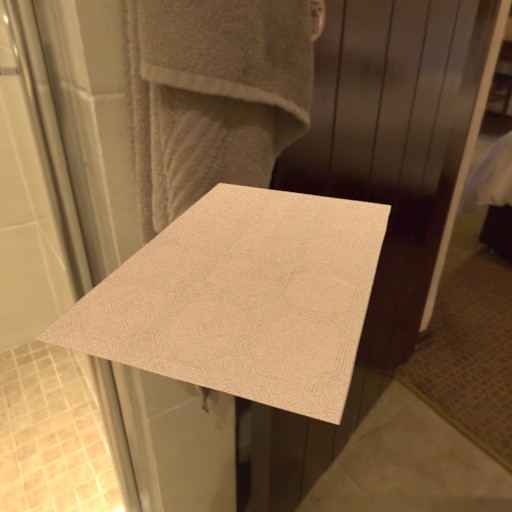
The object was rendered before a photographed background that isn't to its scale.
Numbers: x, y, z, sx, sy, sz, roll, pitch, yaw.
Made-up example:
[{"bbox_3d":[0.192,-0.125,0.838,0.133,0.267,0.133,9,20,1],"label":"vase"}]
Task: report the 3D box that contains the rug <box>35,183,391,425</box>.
[{"bbox_3d":[0.000,0.000,2.341,1.236,0.009,1.839,10,32,17],"label":"rug"}]
